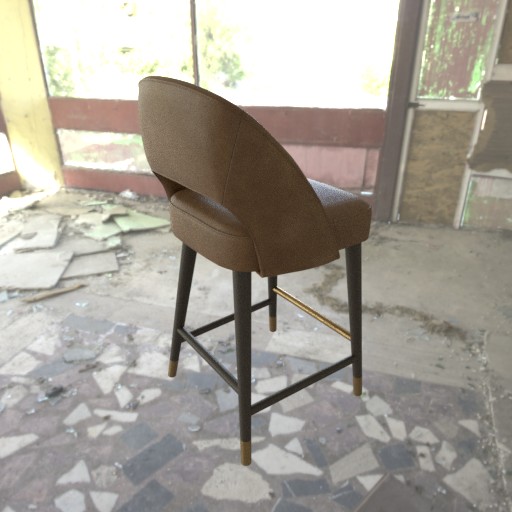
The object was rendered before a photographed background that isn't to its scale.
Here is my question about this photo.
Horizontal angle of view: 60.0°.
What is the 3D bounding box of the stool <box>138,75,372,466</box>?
[{"bbox_3d":[0.000,0.000,1.224,0.509,0.940,0.494,-18,31,-33],"label":"stool"}]
